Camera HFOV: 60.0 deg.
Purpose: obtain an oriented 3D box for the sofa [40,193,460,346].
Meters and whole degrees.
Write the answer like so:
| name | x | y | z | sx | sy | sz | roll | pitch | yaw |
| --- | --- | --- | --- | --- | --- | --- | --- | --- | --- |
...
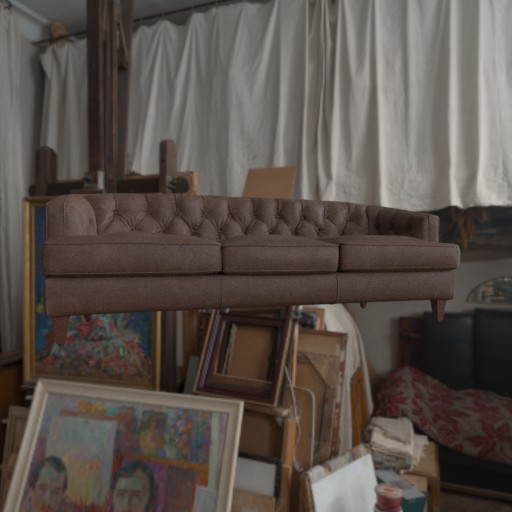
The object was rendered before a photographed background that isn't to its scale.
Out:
| name | x | y | z | sx | sy | sz | roll | pitch | yaw |
| --- | --- | --- | --- | --- | --- | --- | --- | --- | --- |
| sofa | 0.000 | 0.000 | 2.618 | 2.227 | 0.787 | 0.927 | 0 | 1 | -19 |
